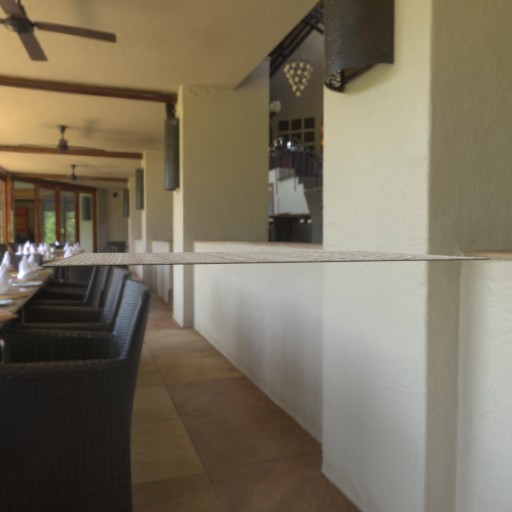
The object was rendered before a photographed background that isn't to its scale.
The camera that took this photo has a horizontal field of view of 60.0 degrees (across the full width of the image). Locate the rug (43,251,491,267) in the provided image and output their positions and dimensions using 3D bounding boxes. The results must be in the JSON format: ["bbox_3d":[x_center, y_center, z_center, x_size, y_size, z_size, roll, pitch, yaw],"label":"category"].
[{"bbox_3d":[0.000,0.000,2.303,1.829,0.008,1.219,-1,2,-17],"label":"rug"}]
